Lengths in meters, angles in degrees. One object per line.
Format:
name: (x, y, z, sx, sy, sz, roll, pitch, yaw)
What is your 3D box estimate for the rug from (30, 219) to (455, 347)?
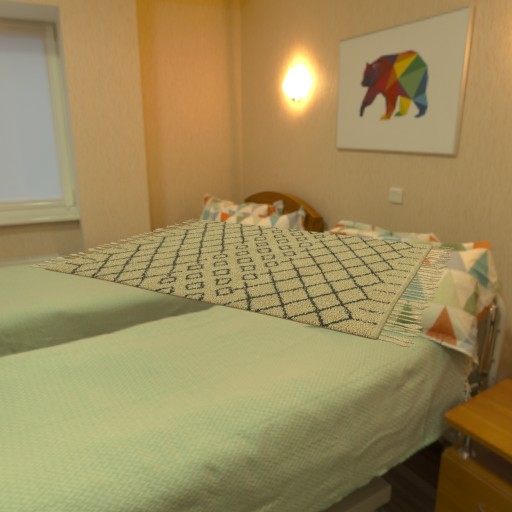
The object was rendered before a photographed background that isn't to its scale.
rug: (0.000, 0.000, 4.126, 3.213, 0.030, 2.388, 8, 18, 27)
